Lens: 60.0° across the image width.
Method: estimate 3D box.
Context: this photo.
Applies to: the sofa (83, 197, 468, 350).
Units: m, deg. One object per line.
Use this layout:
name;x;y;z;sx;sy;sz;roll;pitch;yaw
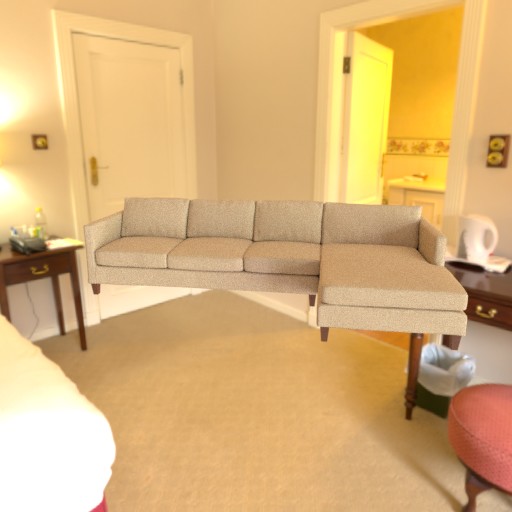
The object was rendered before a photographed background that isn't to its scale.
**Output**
sofa;0.000;0.000;3.985;3.186;0.846;1.625;2;16;8
